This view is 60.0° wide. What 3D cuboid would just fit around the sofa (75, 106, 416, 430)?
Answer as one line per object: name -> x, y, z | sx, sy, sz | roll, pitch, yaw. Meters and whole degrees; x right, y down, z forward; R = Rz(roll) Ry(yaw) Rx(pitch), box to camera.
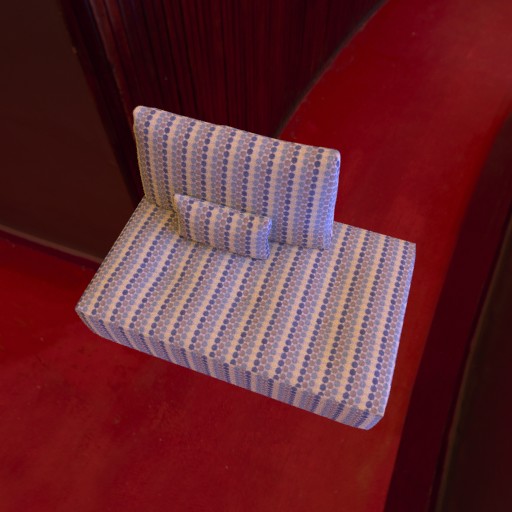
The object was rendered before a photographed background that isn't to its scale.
sofa -> 0.000, 0.000, 2.048 | 1.450, 0.820, 1.000 | 17, 60, 10
